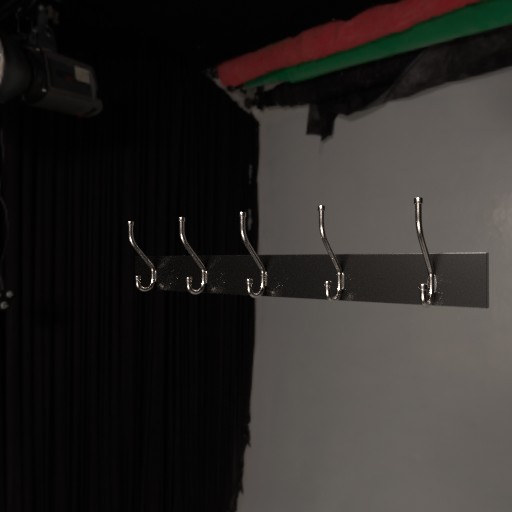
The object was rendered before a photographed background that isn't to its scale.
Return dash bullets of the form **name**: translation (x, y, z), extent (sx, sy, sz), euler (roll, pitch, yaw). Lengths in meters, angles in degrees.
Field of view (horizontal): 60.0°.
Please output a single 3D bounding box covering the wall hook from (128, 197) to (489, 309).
- **wall hook**: translation (0.000, 0.000, 0.619), extent (0.571, 0.117, 0.071), euler (0, -1, 36)
